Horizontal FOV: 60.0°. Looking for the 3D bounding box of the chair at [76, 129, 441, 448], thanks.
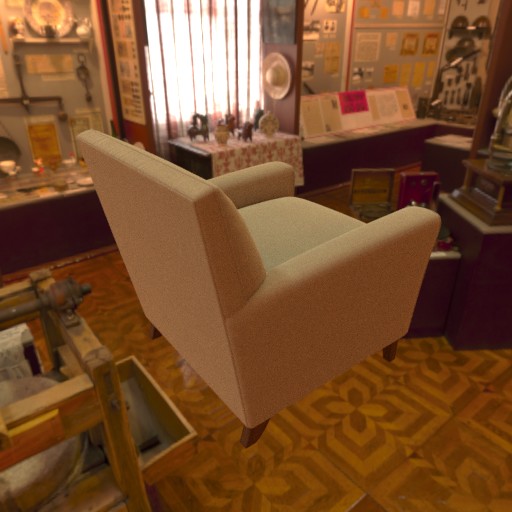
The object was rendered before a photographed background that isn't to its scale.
[{"bbox_3d":[0.000,0.000,1.553,0.871,0.846,0.840,-18,32,-32],"label":"chair"}]
